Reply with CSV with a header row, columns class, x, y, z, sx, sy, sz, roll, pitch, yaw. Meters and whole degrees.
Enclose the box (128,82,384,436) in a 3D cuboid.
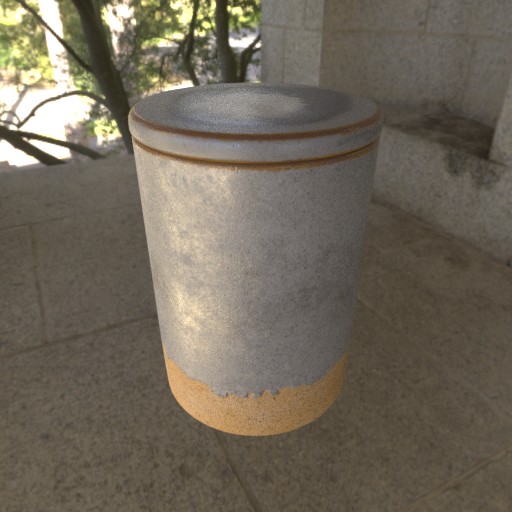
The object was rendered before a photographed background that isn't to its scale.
class,x,y,z,sx,sy,sz,roll,pitch,yaw
box,0.000,0.000,0.250,0.118,0.168,0.118,0,30,0
